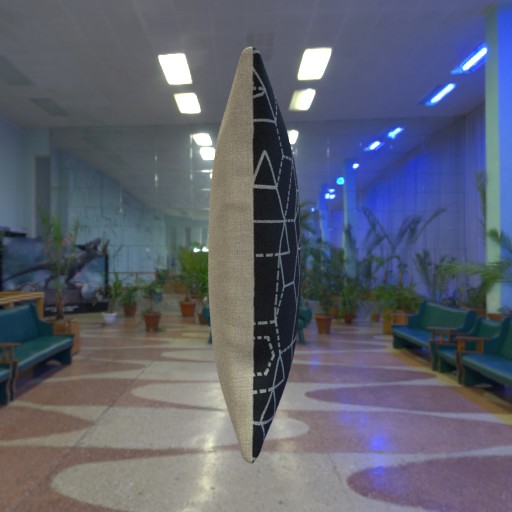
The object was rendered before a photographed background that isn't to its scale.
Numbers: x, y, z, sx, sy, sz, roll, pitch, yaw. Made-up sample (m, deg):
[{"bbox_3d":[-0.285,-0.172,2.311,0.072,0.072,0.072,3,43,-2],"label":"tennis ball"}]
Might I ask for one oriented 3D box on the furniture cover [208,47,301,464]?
[{"bbox_3d":[0.000,0.000,0.794,0.158,0.508,0.517,0,0,2],"label":"furniture cover"}]
